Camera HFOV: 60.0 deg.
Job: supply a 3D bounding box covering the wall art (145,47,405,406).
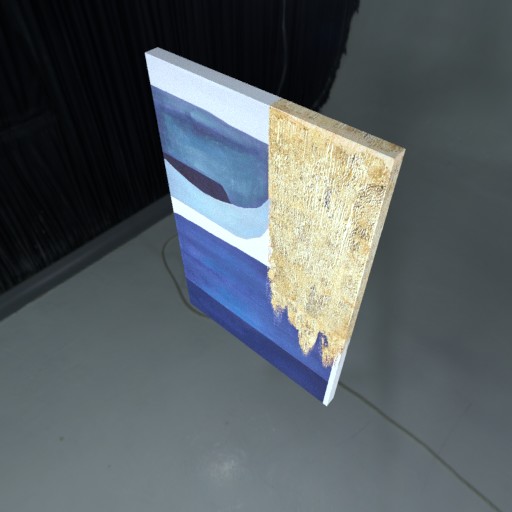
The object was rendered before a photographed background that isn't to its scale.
[{"bbox_3d":[0.000,0.000,1.178,0.607,0.911,0.039,32,55,26],"label":"wall art"}]
